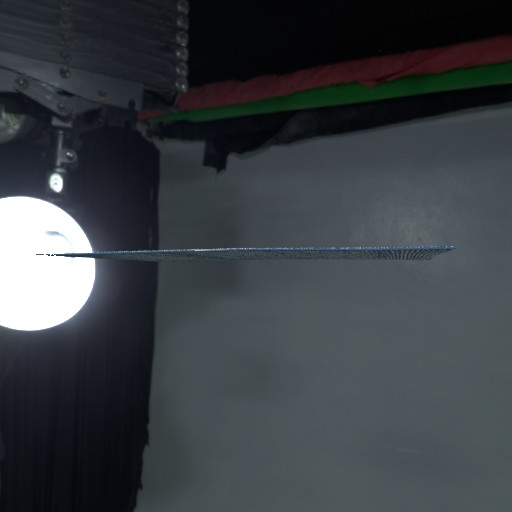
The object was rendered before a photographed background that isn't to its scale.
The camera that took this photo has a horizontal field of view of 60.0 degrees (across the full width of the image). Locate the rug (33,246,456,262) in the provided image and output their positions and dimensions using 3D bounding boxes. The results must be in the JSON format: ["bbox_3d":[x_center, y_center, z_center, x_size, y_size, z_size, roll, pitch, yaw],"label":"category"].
[{"bbox_3d":[0.000,0.000,2.318,1.793,0.025,1.159,-1,-2,18],"label":"rug"}]
